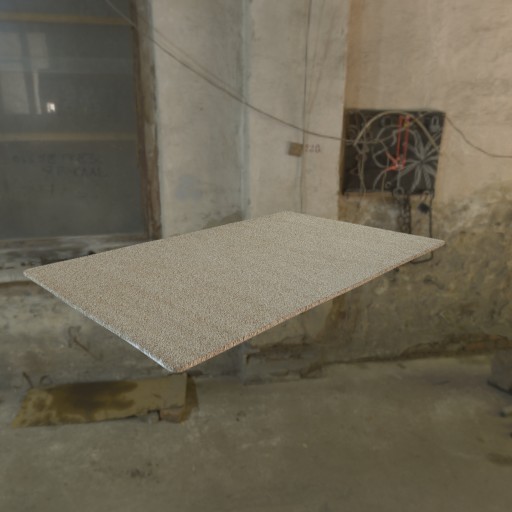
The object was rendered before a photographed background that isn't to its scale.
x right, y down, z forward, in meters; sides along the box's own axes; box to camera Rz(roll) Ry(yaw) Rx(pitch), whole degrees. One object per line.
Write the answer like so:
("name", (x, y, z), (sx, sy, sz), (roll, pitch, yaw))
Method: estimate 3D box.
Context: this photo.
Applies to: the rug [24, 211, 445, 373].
("rug", (0.000, 0.000, 2.857), (1.500, 0.026, 2.349), (16, 24, 42))
